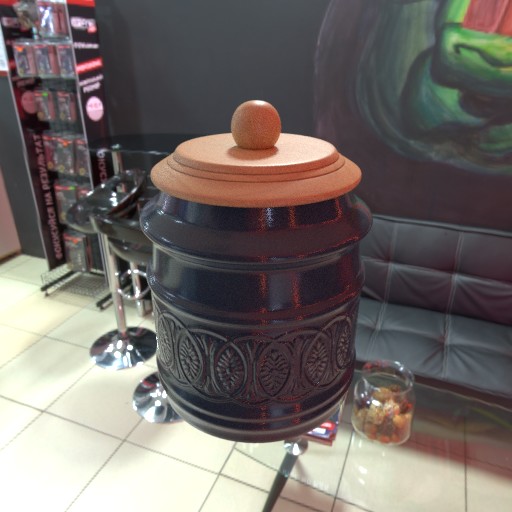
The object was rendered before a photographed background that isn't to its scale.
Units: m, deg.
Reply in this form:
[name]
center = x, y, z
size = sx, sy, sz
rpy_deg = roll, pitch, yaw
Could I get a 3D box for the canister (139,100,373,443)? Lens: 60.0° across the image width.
[canister]
center = 0.000, 0.000, 0.265
size = 0.130, 0.176, 0.130
rpy_deg = 0, 26, 0
